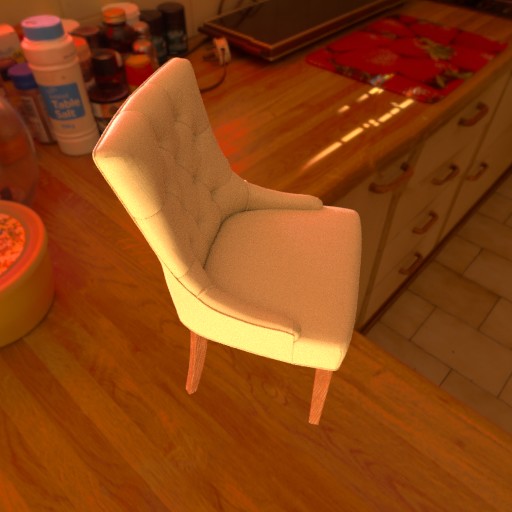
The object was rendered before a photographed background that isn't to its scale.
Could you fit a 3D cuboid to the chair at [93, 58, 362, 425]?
[{"bbox_3d":[0.000,0.000,1.209,0.565,0.874,0.509,9,47,9],"label":"chair"}]
